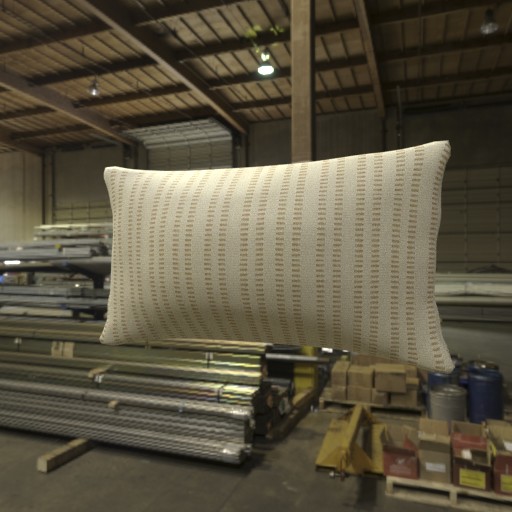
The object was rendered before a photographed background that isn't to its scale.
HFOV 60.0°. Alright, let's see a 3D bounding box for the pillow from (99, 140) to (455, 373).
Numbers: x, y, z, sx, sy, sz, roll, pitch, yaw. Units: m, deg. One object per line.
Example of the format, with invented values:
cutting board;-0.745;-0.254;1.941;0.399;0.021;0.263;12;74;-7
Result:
pillow;0.000;0.000;0.783;0.640;0.353;0.210;0;0;19
